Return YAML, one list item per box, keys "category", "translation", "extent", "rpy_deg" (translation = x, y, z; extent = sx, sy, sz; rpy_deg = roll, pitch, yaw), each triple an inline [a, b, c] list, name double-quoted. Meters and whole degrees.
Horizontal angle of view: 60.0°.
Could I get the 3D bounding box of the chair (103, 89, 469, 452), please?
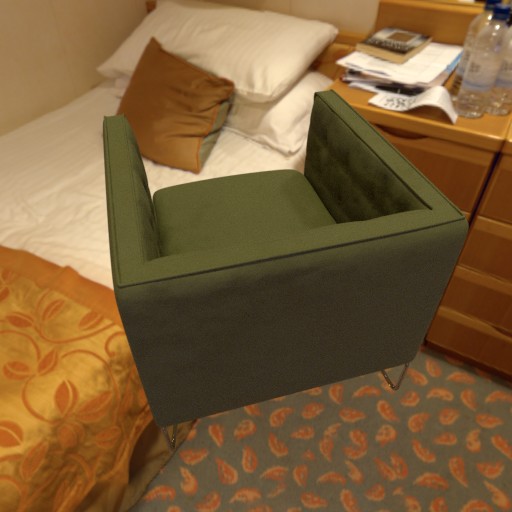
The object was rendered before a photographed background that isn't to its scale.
- category: "chair"
  translation: [0.000, 0.000, 1.558]
  extent: [0.880, 0.790, 0.894]
  rpy_deg: [-11, 43, -12]
